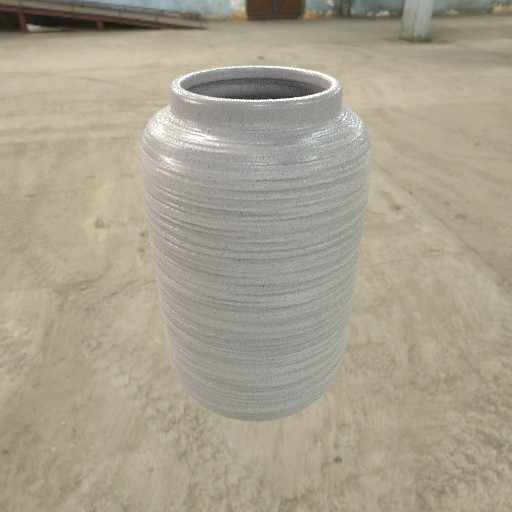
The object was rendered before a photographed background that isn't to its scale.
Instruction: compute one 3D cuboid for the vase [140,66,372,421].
[{"bbox_3d":[0.000,0.000,0.448,0.202,0.335,0.202,0,33,0],"label":"vase"}]
